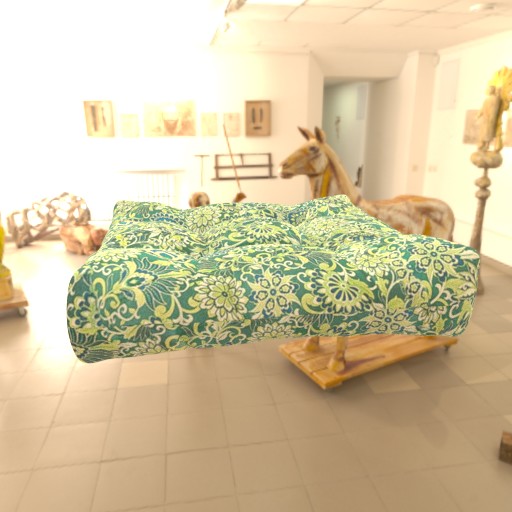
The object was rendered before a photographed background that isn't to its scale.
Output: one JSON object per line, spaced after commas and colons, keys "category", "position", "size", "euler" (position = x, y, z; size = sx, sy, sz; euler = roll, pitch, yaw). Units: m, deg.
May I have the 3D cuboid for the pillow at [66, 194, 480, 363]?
{"category": "pillow", "position": [0.000, 0.000, 0.708], "size": [0.490, 0.128, 0.468], "euler": [-3, 17, -10]}
